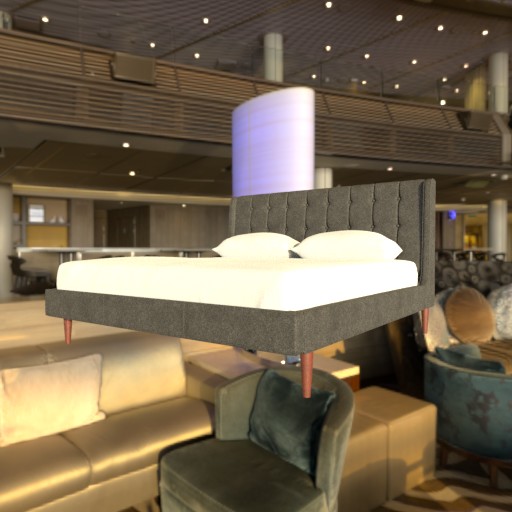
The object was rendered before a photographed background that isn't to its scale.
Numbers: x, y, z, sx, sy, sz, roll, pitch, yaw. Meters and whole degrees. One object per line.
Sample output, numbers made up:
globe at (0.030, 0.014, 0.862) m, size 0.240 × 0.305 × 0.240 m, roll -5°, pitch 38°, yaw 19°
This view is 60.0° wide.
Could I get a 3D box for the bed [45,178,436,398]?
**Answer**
bed at (0.000, 0.000, 2.506) m, size 1.531 × 0.933 × 1.638 m, roll 1°, pitch 1°, yaw 36°
